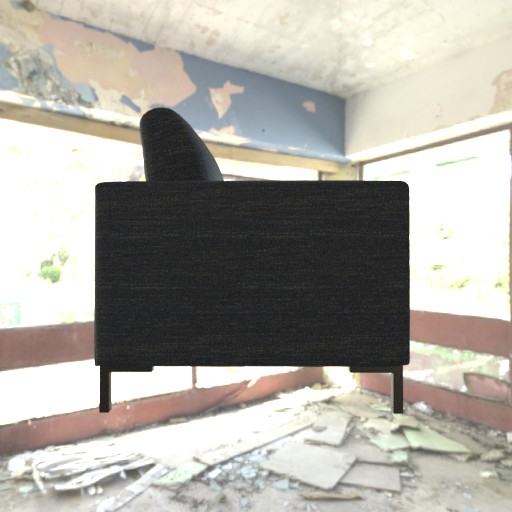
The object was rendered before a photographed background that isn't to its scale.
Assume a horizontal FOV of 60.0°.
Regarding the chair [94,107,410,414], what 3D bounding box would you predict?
[{"bbox_3d":[0.000,0.000,1.639,0.866,0.861,0.963,0,-1,1],"label":"chair"}]
